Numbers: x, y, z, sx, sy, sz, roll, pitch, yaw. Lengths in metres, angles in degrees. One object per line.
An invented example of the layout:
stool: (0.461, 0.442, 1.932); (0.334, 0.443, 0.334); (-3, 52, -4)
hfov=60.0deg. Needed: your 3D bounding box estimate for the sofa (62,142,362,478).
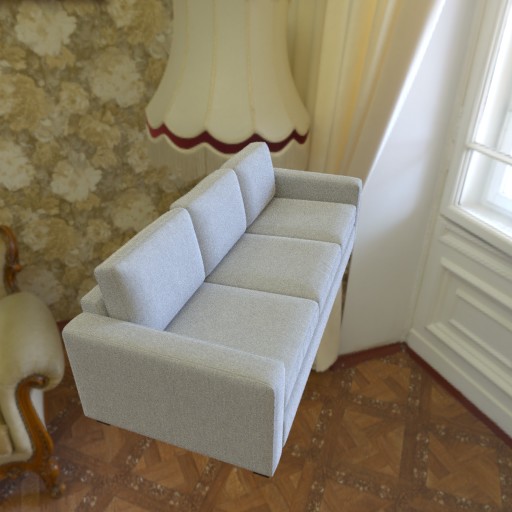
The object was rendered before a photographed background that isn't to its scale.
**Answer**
sofa: (0.000, 0.000, 2.537); (0.900, 0.800, 2.120); (10, 32, 17)
